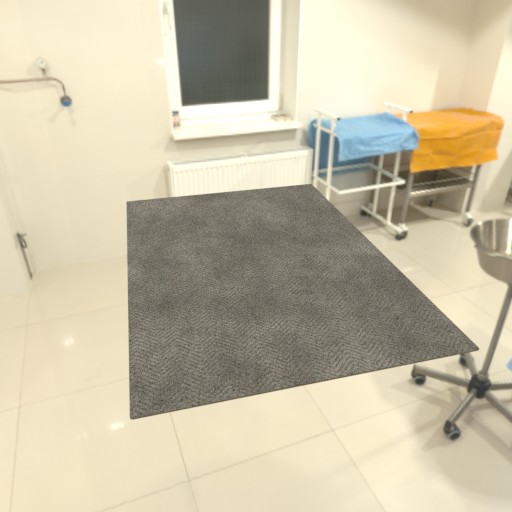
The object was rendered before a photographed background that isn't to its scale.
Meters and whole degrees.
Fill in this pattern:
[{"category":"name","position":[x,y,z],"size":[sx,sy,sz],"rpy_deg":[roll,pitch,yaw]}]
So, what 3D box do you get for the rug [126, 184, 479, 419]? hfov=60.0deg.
[{"category":"rug","position":[0.000,0.000,2.848],"size":[1.600,0.008,2.235],"rpy_deg":[-7,31,-13]}]
